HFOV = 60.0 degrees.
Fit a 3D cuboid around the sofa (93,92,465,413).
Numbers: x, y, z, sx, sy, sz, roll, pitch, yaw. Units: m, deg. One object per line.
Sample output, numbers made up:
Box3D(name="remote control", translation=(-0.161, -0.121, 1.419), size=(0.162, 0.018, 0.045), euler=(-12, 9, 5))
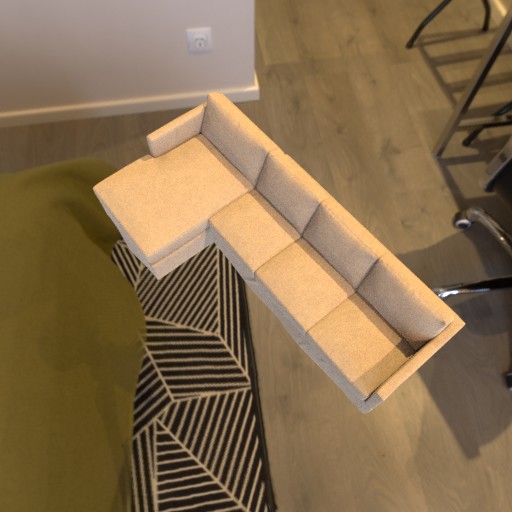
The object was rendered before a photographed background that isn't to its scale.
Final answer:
Box3D(name="sofa", translation=(0.000, 0.000, 4.006), size=(1.638, 0.920, 3.198), euler=(-36, 68, -16))
